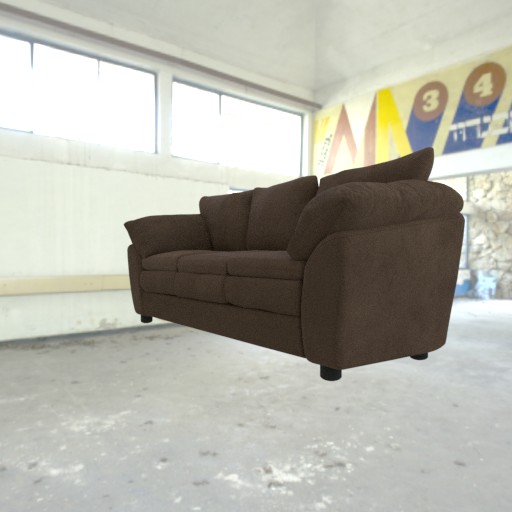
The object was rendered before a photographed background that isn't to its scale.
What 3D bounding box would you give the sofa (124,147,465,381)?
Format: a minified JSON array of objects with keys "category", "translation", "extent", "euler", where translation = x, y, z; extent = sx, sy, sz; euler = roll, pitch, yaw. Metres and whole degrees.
[{"category":"sofa","translation":[0.000,0.000,2.783],"extent":[0.878,1.015,2.336],"euler":[0,0,-36]}]
